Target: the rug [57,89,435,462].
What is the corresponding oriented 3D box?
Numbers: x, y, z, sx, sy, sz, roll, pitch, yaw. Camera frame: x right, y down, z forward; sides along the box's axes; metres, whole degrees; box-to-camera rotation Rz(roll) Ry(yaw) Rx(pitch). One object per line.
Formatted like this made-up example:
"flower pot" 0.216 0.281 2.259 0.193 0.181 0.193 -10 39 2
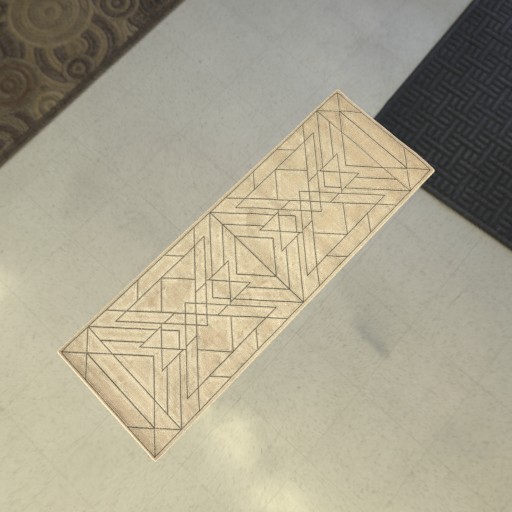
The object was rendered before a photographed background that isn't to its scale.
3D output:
"rug" 0.000 0.000 2.644 0.831 0.036 2.381 44 80 10
